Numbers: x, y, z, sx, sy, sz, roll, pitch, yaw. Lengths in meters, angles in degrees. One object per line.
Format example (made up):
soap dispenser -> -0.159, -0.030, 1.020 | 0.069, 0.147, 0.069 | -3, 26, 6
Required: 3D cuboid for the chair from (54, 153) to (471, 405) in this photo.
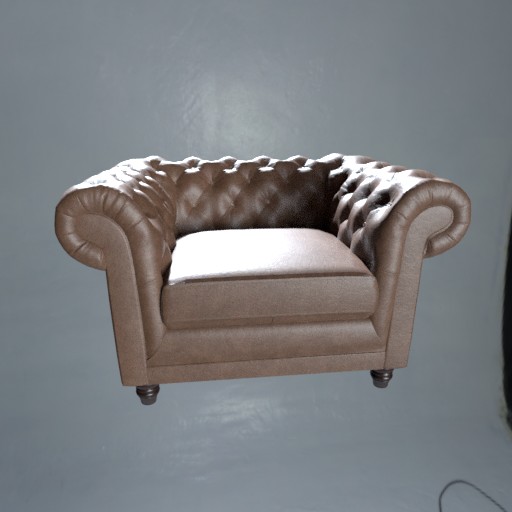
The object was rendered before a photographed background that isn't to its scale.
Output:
chair -> 0.000, 0.000, 1.842 | 1.298, 0.784, 0.954 | -2, 17, -7
